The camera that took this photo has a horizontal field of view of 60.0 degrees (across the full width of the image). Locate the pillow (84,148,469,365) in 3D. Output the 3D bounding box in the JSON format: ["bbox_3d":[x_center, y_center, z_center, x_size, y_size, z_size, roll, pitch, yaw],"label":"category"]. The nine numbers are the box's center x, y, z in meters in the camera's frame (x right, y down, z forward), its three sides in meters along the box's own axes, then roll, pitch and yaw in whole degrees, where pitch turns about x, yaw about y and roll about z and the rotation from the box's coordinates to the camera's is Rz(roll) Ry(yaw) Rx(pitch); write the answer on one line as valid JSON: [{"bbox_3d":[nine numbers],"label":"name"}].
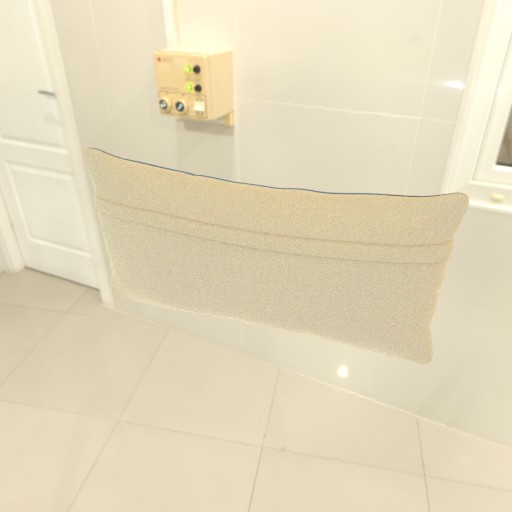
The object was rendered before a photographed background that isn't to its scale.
[{"bbox_3d":[0.000,0.000,0.731,0.604,0.307,0.148,10,33,16],"label":"pillow"}]
